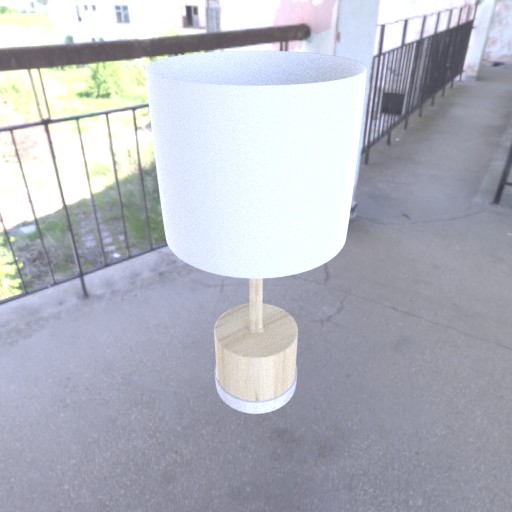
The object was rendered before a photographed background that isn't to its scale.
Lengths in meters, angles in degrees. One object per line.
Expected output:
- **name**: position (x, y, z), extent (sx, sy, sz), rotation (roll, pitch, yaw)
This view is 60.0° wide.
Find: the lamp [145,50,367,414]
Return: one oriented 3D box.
- **lamp**: position (0.000, 0.000, 0.586), extent (0.229, 0.470, 0.229), rotation (-21, 37, -31)
